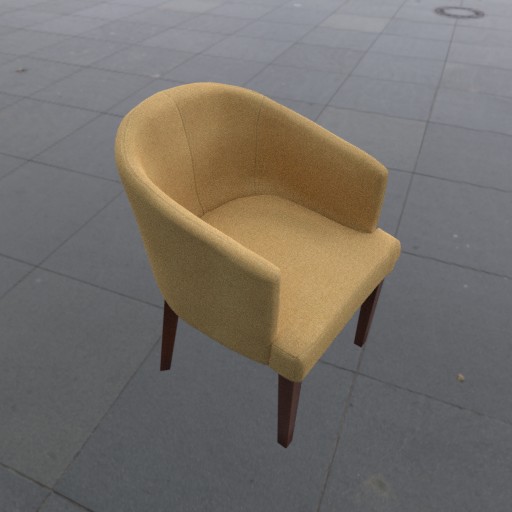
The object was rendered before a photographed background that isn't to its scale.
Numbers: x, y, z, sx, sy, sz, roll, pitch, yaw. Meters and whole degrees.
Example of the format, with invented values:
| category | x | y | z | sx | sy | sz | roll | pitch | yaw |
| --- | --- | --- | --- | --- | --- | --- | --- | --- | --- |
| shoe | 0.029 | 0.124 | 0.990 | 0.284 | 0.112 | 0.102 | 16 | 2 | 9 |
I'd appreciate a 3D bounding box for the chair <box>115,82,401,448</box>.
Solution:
| category | x | y | z | sx | sy | sz | roll | pitch | yaw |
| --- | --- | --- | --- | --- | --- | --- | --- | --- | --- |
| chair | 0.000 | 0.000 | 1.275 | 0.655 | 0.811 | 0.583 | 27 | 48 | 27 |
